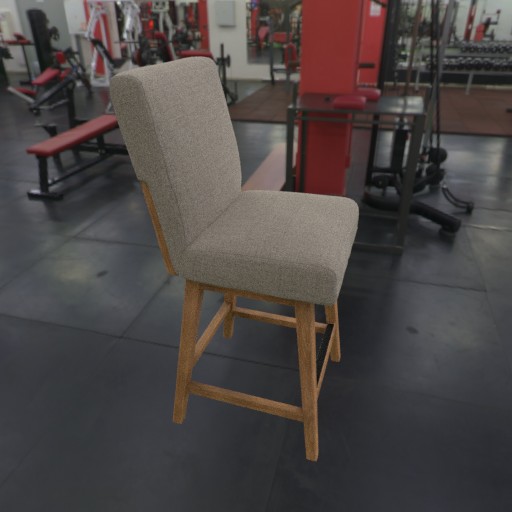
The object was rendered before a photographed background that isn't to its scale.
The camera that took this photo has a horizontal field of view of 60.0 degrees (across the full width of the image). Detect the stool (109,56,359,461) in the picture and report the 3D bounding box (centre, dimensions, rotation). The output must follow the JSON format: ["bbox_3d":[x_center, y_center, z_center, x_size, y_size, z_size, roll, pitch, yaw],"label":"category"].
[{"bbox_3d":[0.000,0.000,1.272,0.526,1.010,0.459,9,30,16],"label":"stool"}]
